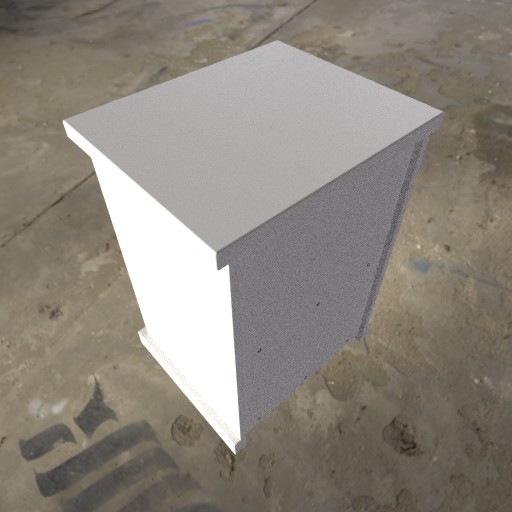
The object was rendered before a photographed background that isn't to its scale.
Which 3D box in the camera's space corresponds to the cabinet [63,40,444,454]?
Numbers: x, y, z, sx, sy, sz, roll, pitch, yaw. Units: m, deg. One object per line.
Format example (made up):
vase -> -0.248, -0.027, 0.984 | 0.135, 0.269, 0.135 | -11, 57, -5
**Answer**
cabinet -> 0.000, 0.000, 1.043 | 0.520, 0.723, 0.431 | -33, 55, -27
